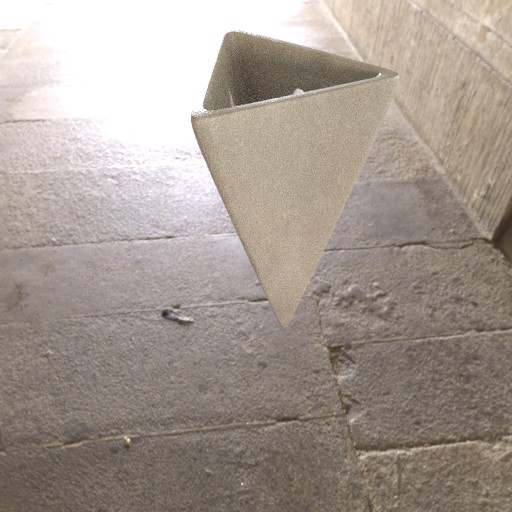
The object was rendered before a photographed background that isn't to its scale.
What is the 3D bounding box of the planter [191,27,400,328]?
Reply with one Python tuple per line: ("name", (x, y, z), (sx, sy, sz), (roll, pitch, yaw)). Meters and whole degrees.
("planter", (0.000, 0.000, 0.271), (0.101, 0.224, 0.081), (29, 51, 26))
